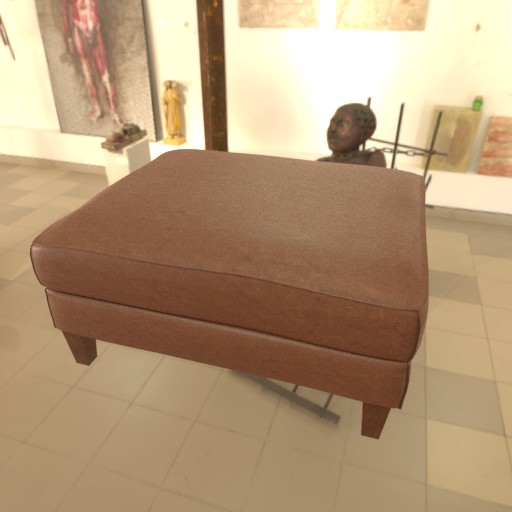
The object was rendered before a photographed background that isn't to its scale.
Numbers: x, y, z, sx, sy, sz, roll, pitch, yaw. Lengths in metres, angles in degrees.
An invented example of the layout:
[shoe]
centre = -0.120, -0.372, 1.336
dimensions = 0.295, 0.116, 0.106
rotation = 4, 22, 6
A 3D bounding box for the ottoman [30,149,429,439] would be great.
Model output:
[ottoman]
centre = 0.000, 0.000, 1.423
dimensions = 0.987, 0.472, 0.836
rotation = 9, 32, 15
